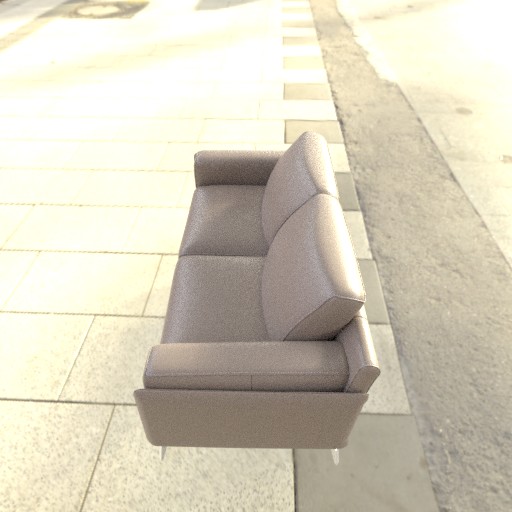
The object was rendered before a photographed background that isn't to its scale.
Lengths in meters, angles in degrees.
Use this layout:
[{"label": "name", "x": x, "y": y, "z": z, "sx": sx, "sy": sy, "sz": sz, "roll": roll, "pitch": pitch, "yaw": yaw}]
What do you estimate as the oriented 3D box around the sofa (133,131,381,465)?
[{"label": "sofa", "x": 0.000, "y": 0.000, "z": 2.620, "sx": 1.049, "sy": 0.930, "sz": 2.101, "roll": 0, "pitch": 40, "yaw": 0}]
